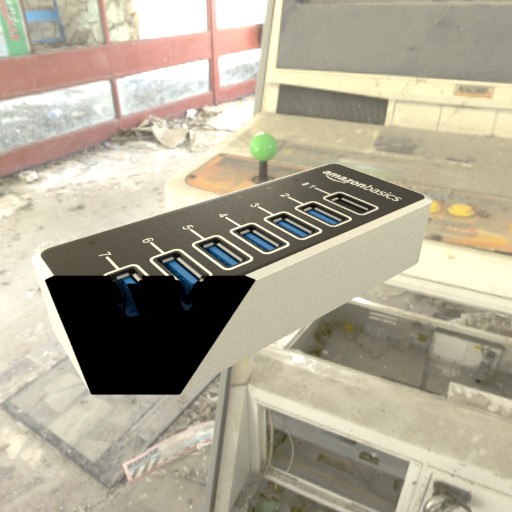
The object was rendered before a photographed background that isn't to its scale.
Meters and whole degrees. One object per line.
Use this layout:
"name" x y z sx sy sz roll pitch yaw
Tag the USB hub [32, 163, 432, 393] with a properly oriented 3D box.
"USB hub" 0.000 0.000 0.129 0.110 0.023 0.044 -22 38 -32
